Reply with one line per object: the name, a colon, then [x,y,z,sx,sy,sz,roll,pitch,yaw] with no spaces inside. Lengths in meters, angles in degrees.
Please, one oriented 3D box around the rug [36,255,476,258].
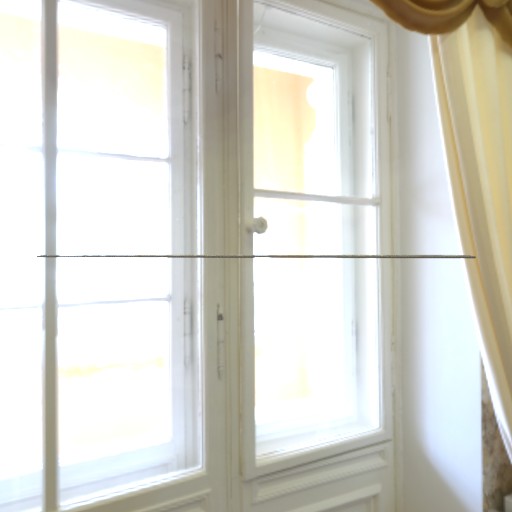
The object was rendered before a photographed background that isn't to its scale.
rug: [0.000,0.000,1.463,1.219,0.007,0.604,0,0,17]
